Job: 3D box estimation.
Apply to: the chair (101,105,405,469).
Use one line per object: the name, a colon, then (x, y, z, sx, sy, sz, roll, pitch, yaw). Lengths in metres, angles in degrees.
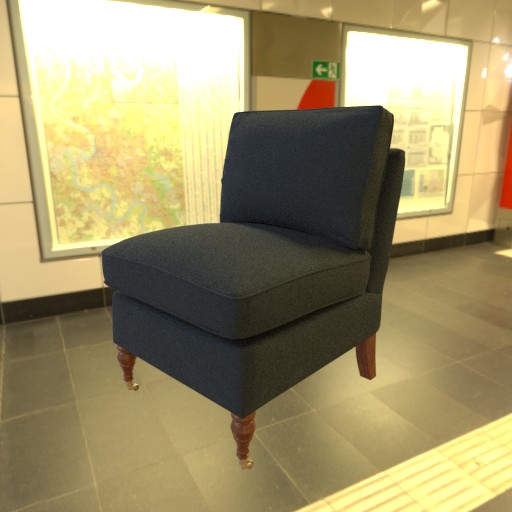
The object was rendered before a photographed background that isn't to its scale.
chair: (0.000, 0.000, 1.638, 0.724, 1.052, 0.912, 14, 21, 41)
